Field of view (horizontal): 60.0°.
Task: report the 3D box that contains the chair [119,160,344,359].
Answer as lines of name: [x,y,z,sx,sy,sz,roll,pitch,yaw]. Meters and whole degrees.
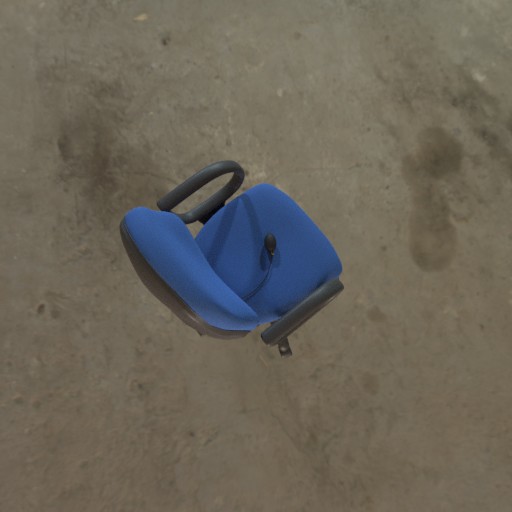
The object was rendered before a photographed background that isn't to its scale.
chair: [0.000,0.000,1.263,0.549,0.905,0.552,-37,77,-10]
